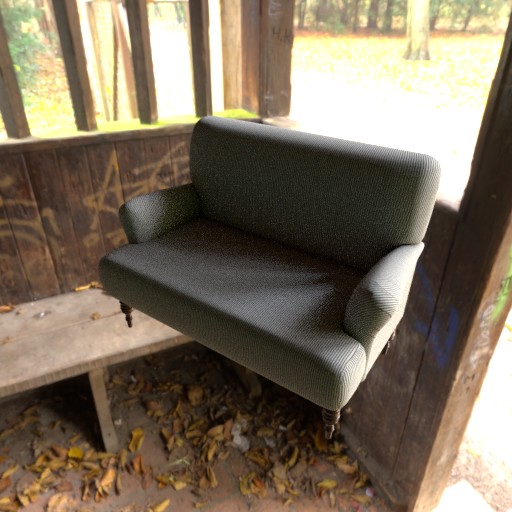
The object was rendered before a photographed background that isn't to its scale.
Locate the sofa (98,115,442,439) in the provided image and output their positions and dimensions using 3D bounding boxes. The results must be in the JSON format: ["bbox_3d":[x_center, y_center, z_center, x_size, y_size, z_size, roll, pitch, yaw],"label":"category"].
[{"bbox_3d":[0.000,0.000,1.883,1.297,0.889,0.779,20,36,30],"label":"sofa"}]
